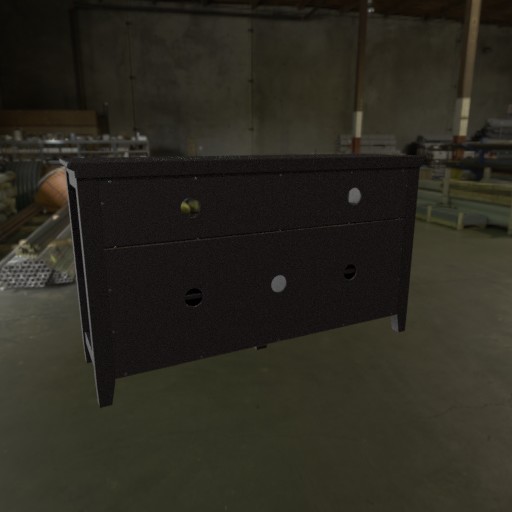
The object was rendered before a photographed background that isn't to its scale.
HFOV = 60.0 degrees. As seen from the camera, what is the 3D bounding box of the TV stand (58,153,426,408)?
[{"bbox_3d":[0.000,0.000,1.561,1.198,0.681,0.347,-7,16,-26],"label":"TV stand"}]
